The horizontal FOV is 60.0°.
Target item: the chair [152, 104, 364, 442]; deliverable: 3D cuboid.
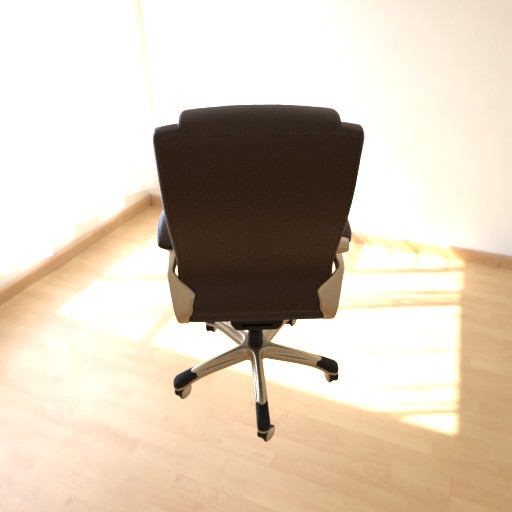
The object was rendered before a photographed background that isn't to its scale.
[{"bbox_3d":[0.000,0.000,1.610,0.692,1.194,0.749,-1,30,-2],"label":"chair"}]
